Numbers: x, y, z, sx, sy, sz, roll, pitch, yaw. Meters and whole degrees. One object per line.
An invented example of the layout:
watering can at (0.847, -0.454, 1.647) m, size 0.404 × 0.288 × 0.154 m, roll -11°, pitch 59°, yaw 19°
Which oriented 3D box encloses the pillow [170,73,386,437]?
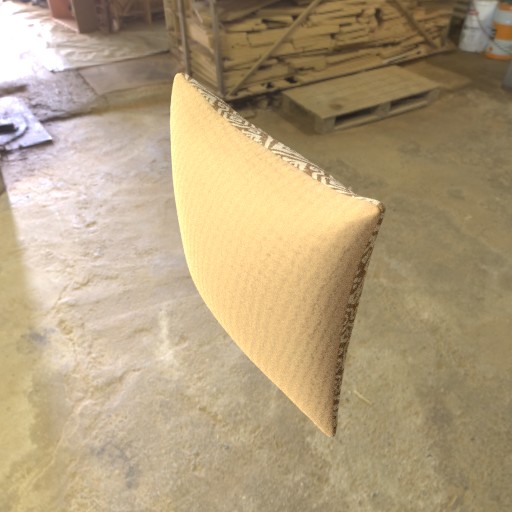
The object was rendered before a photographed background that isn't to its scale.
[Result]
pillow at (0.000, 0.000, 0.649) m, size 0.173 × 0.407 × 0.419 m, roll -23°, pitch 46°, yaw -24°
